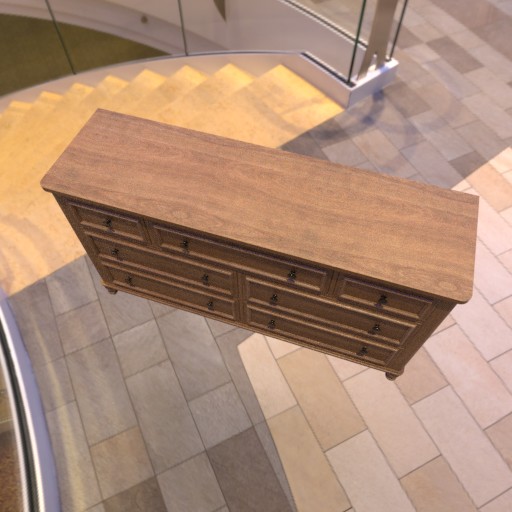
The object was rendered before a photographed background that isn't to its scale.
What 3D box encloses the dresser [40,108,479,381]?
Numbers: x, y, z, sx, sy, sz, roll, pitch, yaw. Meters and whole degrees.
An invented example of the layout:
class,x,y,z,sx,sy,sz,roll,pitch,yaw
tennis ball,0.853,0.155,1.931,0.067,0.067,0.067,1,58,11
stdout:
class,x,y,z,sx,sy,sz,roll,pitch,yaw
dresser,0.000,0.000,2.023,1.583,0.892,0.468,15,58,10
